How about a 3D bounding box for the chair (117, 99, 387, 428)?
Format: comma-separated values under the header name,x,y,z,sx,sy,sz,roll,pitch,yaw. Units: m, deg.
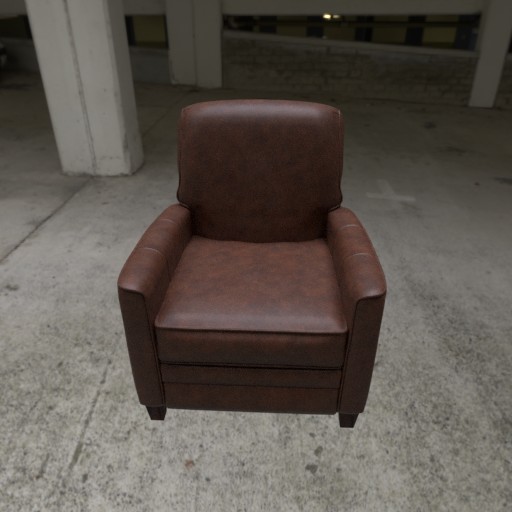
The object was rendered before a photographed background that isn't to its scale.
name,x,y,z,sx,sy,sz,roll,pitch,yaw
chair,0.000,0.000,1.692,0.839,1.010,0.850,1,30,2
